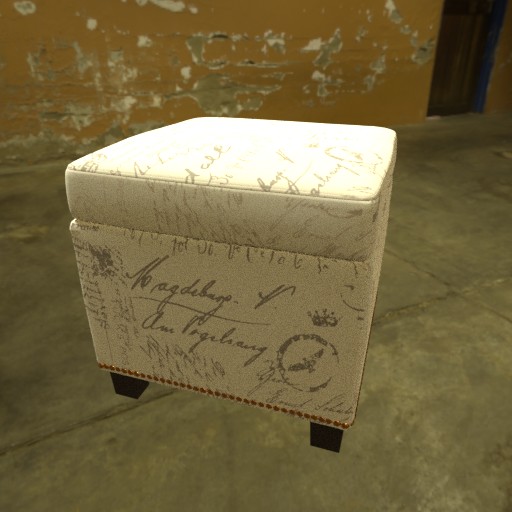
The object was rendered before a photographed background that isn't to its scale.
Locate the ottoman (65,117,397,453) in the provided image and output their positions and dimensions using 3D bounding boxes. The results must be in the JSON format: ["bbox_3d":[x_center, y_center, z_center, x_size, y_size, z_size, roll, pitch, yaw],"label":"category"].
[{"bbox_3d":[0.000,0.000,0.830,0.450,0.457,0.449,8,27,17],"label":"ottoman"}]
